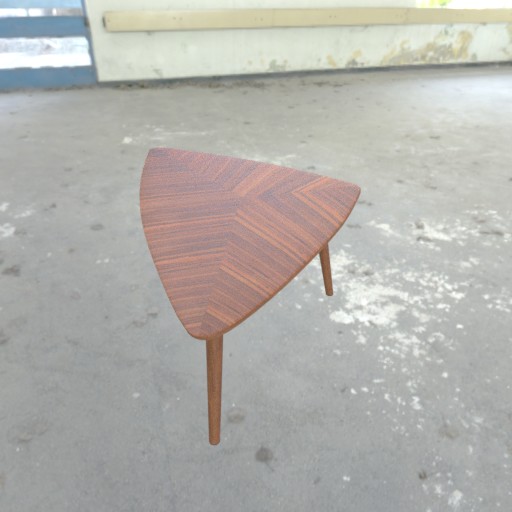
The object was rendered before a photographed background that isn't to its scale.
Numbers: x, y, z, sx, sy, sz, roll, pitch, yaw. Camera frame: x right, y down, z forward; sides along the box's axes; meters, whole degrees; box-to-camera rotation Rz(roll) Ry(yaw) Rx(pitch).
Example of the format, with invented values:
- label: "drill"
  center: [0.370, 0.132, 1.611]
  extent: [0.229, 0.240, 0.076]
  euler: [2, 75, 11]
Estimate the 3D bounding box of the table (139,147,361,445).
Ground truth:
- label: "table"
  center: [0.000, 0.000, 1.274]
  extent: [0.601, 0.365, 1.008]
  euler: [-8, 32, -13]
